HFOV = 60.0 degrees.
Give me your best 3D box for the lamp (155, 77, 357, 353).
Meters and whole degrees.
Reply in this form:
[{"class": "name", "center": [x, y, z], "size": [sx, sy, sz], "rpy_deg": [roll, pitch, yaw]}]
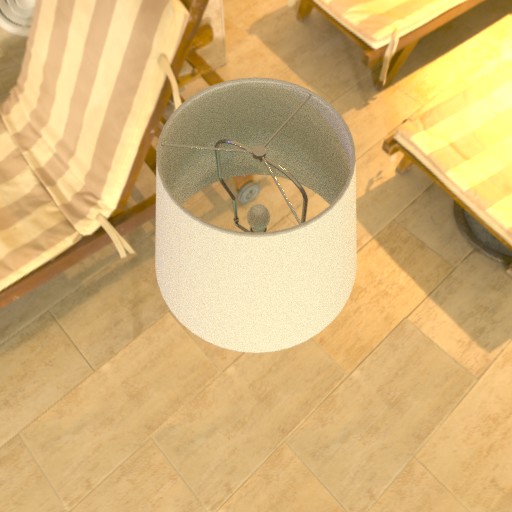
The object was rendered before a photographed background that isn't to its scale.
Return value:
[{"class": "lamp", "center": [0.000, 0.000, 0.793], "size": [0.355, 0.582, 0.355], "rpy_deg": [0, 64, 0]}]
